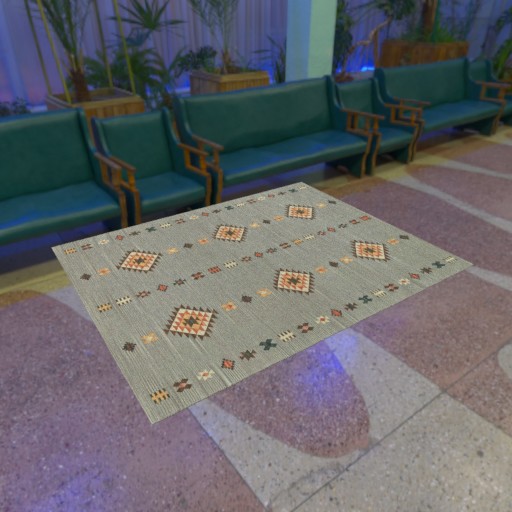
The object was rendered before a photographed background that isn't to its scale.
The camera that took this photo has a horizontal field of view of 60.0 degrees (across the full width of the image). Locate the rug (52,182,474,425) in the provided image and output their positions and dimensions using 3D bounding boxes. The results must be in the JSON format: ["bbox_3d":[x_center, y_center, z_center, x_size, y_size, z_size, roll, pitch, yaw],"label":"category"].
[{"bbox_3d":[0.000,0.000,4.063,3.035,0.008,2.425,-19,35,-29],"label":"rug"}]
